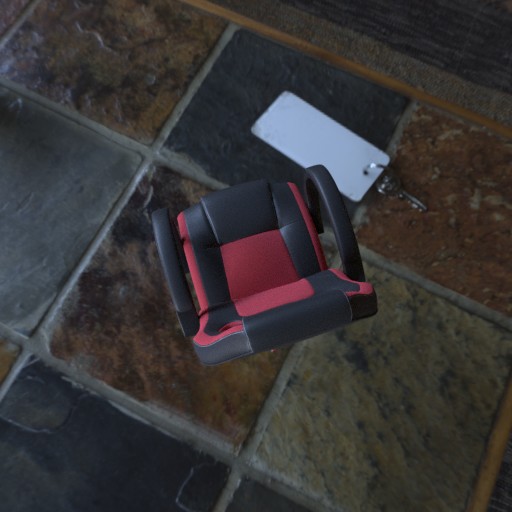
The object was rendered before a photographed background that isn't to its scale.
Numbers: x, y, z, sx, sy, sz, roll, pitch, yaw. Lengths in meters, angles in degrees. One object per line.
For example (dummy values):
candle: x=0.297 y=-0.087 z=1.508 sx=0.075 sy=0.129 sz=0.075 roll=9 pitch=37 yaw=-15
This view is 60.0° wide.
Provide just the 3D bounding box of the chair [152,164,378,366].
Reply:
chair: x=0.000 y=0.000 z=1.666 sx=0.673 sy=1.187 sz=0.724 roll=-17 pitch=76 yaw=-4
